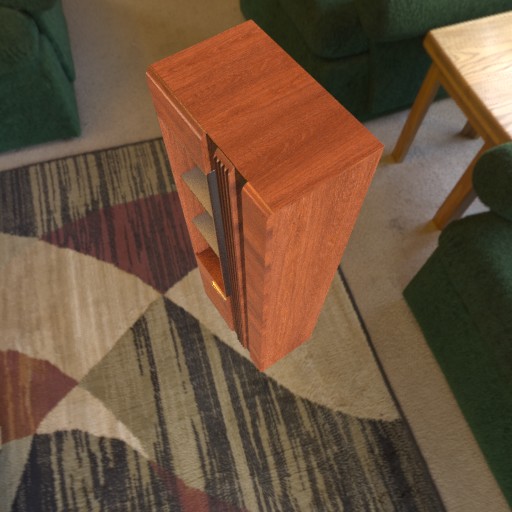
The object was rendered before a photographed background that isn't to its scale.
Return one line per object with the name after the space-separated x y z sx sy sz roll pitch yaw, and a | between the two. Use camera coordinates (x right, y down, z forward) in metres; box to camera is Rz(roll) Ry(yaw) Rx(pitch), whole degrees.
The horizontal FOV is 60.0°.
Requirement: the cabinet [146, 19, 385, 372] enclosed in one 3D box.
0.000 0.000 2.194 0.420 1.980 0.660 -32 68 -15 | cabinet
